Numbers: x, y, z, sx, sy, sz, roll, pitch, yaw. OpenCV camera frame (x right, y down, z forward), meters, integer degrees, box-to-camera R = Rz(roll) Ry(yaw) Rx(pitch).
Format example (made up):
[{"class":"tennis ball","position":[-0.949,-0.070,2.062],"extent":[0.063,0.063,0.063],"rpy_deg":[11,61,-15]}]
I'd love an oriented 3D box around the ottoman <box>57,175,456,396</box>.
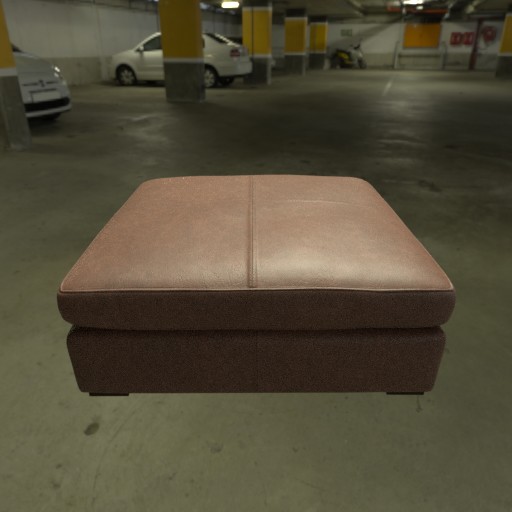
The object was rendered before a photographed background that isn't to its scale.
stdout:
[{"class":"ottoman","position":[0.000,0.000,1.809],"extent":[1.168,0.490,1.168],"rpy_deg":[0,25,0]}]
